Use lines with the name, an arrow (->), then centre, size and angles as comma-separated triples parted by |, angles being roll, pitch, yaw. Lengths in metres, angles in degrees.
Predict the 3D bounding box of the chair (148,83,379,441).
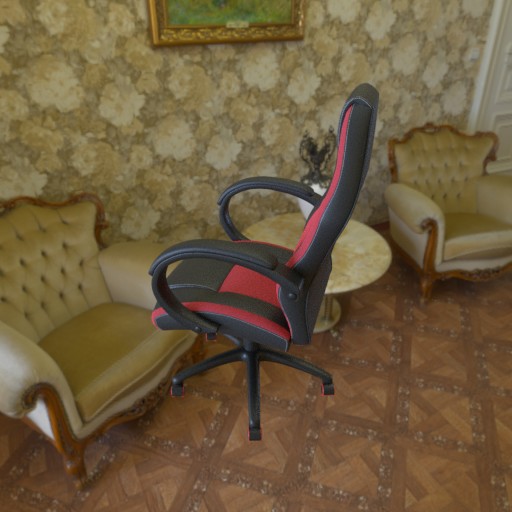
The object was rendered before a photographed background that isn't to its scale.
chair -> 0.000, 0.000, 1.618 | 0.724, 1.187, 0.673 | 8, 30, 15
